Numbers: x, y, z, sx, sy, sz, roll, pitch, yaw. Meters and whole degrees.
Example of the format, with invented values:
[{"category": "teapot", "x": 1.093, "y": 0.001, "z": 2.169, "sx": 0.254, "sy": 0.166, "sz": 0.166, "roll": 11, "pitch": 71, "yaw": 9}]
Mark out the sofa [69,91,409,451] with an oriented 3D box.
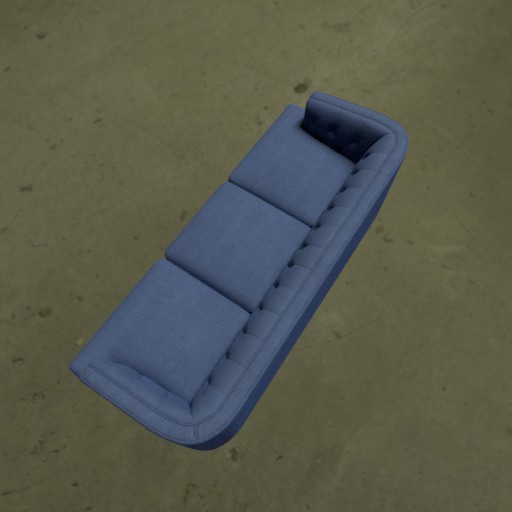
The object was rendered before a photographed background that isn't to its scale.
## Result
[{"category": "sofa", "x": 0.000, "y": 0.000, "z": 2.660, "sx": 0.914, "sy": 0.787, "sz": 2.235, "roll": 31, "pitch": 68, "yaw": 14}]
